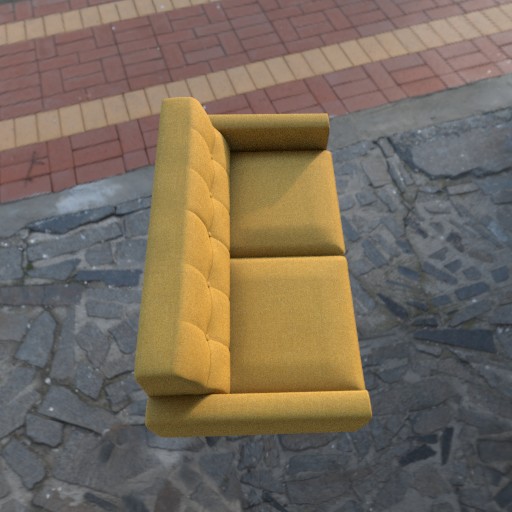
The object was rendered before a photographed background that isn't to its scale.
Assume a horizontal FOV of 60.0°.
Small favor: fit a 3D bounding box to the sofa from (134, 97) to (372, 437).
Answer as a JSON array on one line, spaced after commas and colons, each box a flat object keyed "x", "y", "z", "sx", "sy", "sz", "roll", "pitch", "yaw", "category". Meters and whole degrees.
[{"x": 0.000, "y": 0.000, "z": 2.211, "sx": 0.909, "sy": 0.841, "sz": 1.631, "roll": -1, "pitch": 61, "yaw": -1, "category": "sofa"}]
